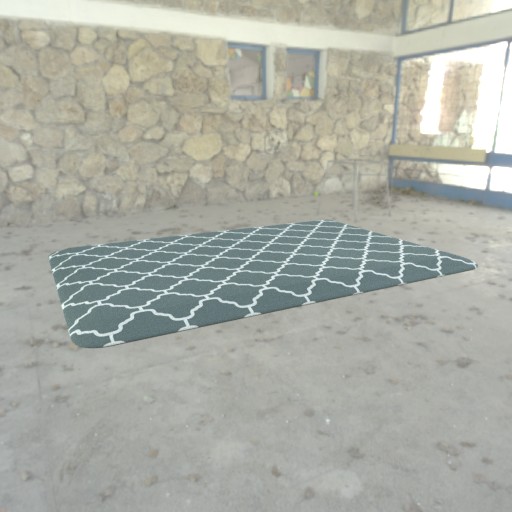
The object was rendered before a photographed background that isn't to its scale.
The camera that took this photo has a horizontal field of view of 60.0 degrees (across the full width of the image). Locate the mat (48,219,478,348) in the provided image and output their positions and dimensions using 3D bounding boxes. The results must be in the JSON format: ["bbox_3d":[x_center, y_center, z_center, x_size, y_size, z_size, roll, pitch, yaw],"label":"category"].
[{"bbox_3d":[0.000,0.000,0.919,0.762,0.021,0.508,-8,18,-27],"label":"mat"}]
